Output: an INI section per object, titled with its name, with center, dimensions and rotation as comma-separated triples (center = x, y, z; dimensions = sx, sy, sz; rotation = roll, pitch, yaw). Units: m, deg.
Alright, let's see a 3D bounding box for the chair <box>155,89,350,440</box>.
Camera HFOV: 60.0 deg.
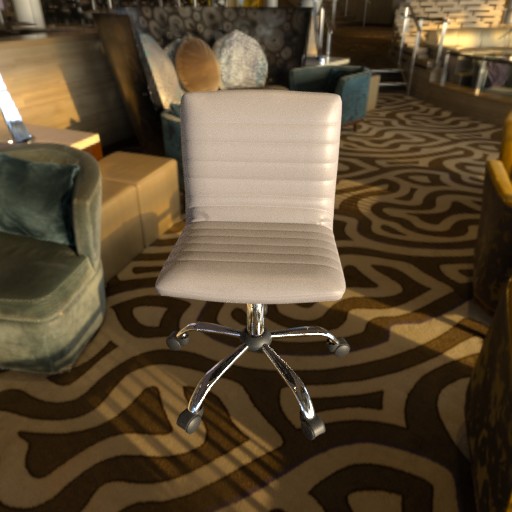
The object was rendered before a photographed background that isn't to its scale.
[chair]
center = 0.000, 0.000, 1.143
dimensions = 0.569, 0.750, 0.542
rotation = 2, 31, 3
